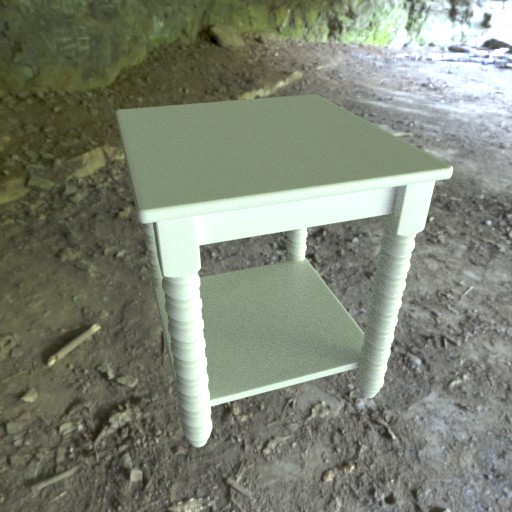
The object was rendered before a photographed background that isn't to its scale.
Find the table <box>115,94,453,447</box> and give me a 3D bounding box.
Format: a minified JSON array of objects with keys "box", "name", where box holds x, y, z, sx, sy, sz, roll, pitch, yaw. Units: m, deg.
[{"box":[0.000,0.000,1.008,0.500,0.563,0.533,-10,34,-15],"name":"table"}]
